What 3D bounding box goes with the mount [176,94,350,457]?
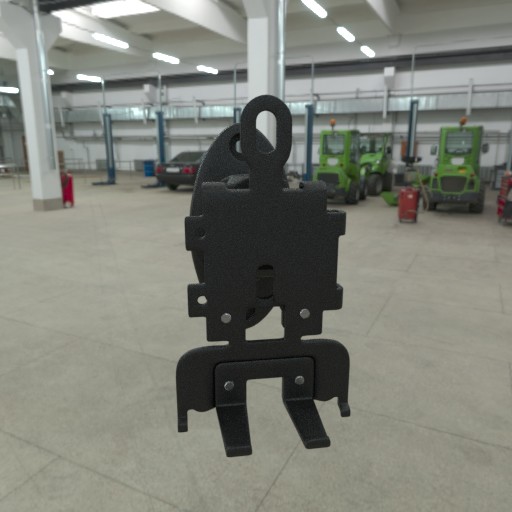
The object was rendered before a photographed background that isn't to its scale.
[{"bbox_3d":[0.000,0.000,0.178,0.066,0.118,0.100,-2,14,-9],"label":"mount"}]
